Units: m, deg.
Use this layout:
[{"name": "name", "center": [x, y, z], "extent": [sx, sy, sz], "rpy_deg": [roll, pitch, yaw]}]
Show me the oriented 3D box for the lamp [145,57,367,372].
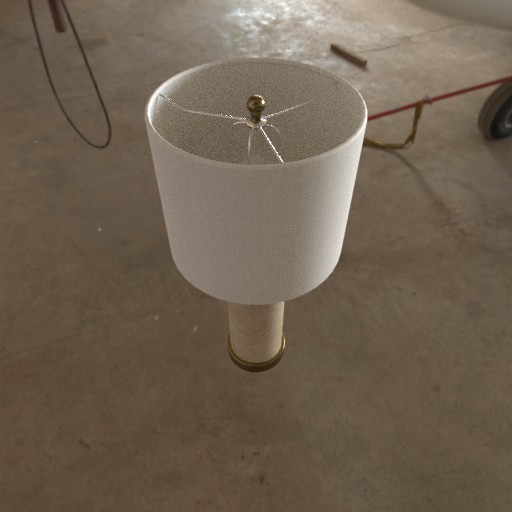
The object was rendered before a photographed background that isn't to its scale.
[{"name": "lamp", "center": [0.000, 0.000, 0.835], "extent": [0.305, 0.634, 0.305], "rpy_deg": [11, 47, 10]}]
